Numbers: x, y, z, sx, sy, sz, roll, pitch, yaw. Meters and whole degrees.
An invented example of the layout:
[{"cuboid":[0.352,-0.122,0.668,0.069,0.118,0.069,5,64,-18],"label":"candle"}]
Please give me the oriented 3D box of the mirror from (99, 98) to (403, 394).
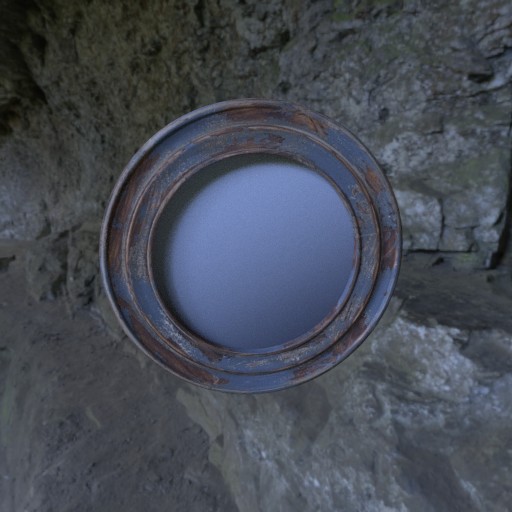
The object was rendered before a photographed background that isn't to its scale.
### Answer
[{"cuboid":[0.000,0.000,0.871,0.585,0.585,0.061,-2,15,-7],"label":"mirror"}]
